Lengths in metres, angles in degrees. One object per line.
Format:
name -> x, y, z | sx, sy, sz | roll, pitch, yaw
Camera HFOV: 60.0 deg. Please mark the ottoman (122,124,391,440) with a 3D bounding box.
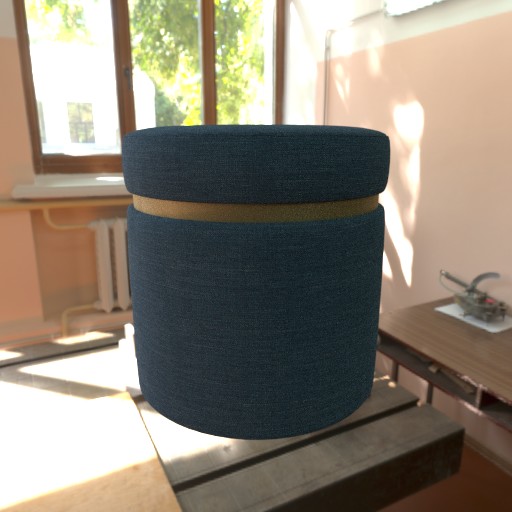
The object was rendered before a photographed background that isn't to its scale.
ottoman -> 0.000, 0.000, 0.721 | 0.398, 0.406, 0.398 | 0, 14, 0
